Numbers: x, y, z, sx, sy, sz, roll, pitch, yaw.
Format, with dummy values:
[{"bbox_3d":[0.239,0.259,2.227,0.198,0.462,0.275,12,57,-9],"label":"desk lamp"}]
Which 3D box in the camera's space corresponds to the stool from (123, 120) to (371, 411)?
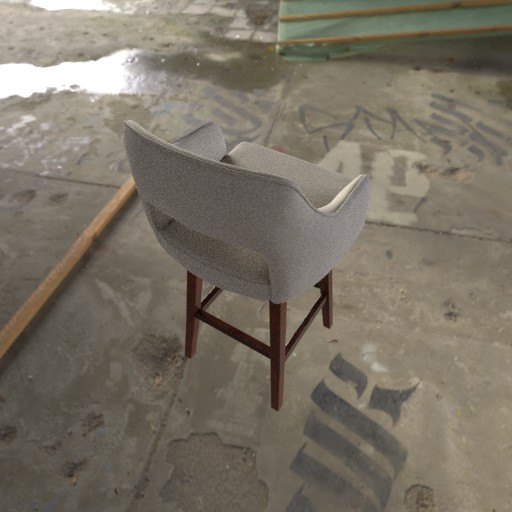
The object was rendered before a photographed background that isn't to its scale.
[{"bbox_3d":[0.000,0.000,1.381,0.550,1.041,0.560,25,51,22],"label":"stool"}]
